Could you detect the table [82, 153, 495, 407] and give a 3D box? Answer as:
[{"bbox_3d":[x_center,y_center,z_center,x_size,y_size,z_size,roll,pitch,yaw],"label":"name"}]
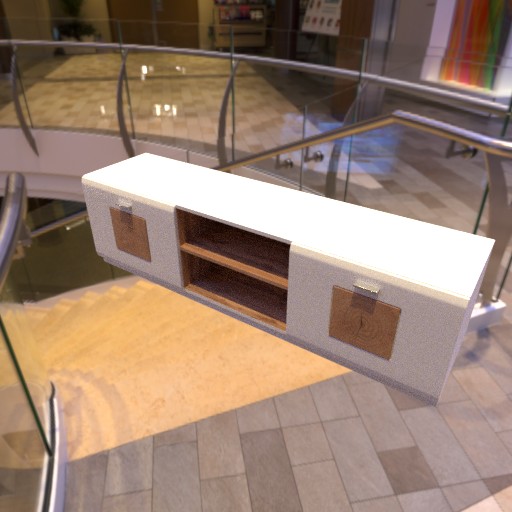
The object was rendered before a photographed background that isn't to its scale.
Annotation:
[{"bbox_3d":[0.000,0.000,1.740,1.550,0.440,0.400,19,36,29],"label":"table"}]
